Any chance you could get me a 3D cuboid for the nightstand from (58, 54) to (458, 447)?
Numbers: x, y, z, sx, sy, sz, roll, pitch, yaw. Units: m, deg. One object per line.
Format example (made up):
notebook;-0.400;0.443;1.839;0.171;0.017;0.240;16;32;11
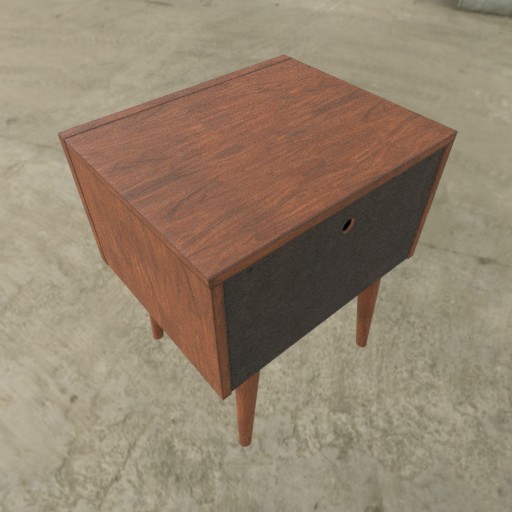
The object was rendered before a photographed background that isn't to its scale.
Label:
nightstand;0.000;0.000;0.967;0.521;0.607;0.445;-31;53;-27
